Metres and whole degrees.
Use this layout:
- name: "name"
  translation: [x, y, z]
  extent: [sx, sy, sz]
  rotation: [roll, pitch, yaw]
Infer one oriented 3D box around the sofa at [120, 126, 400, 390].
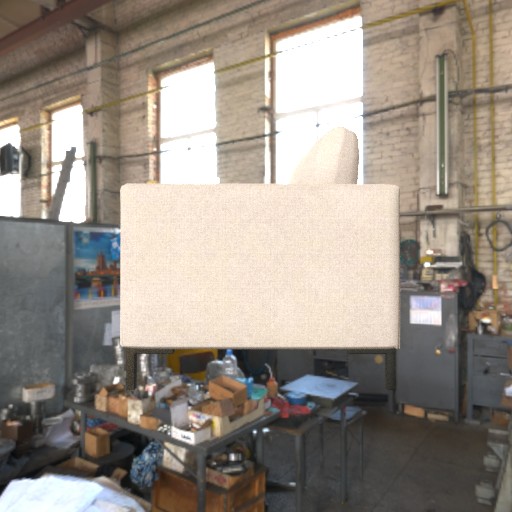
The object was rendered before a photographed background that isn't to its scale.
- name: "sofa"
  translation: [0.000, 0.000, 2.153]
  extent: [0.875, 0.840, 1.682]
  rotation: [0, -1, 0]
